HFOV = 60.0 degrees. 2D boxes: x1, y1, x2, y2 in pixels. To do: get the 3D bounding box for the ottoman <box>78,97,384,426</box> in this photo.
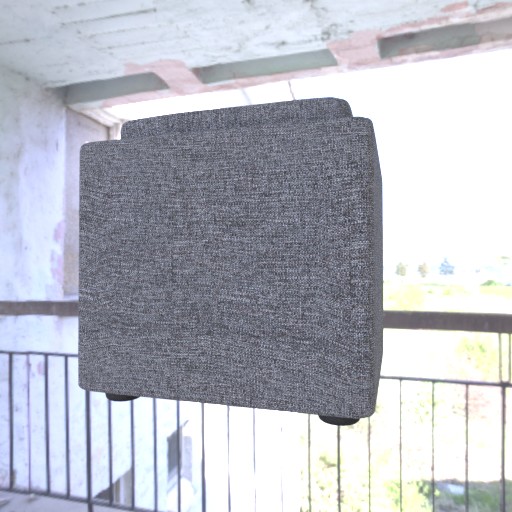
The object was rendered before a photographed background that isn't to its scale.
[{"bbox_3d":[0.000,0.000,0.832,0.450,0.460,0.450,0,-1,18],"label":"ottoman"}]
